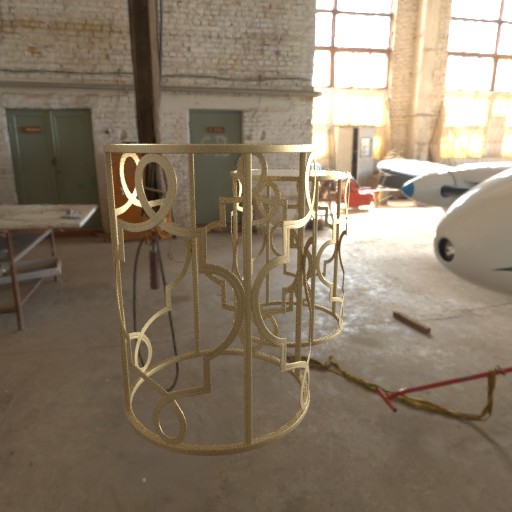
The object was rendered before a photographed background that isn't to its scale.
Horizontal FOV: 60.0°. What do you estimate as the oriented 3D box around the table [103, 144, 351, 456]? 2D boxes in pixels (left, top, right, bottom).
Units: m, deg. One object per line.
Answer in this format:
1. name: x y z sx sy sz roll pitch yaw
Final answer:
1. table: 0.000 0.000 1.150 0.420 0.564 0.846 6 16 23
